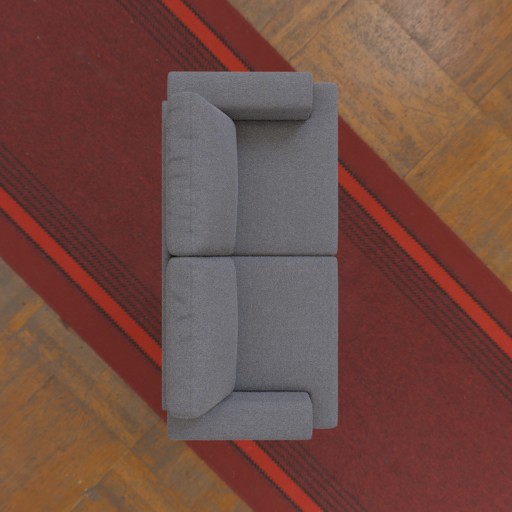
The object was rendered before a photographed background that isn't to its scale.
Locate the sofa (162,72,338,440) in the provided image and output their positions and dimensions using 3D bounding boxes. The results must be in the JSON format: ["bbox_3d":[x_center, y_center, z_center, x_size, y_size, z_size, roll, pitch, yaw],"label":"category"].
[{"bbox_3d":[0.000,0.000,2.082,0.785,0.810,1.650,0,90,0],"label":"sofa"}]
